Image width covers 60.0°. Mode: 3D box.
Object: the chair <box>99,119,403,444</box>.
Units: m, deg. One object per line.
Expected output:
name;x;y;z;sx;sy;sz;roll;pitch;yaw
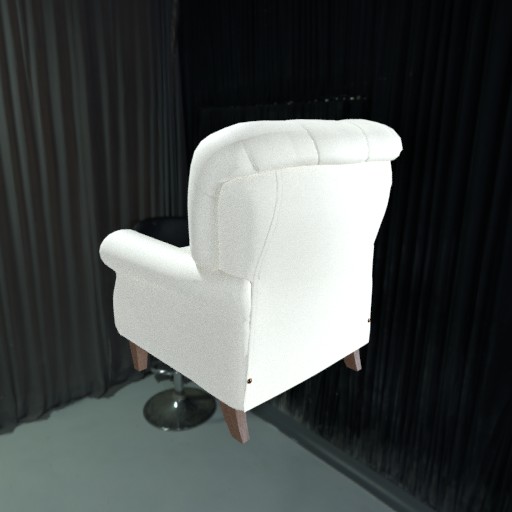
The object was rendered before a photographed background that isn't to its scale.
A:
chair;0.000;0.000;2.005;1.035;1.169;1.132;-14;21;-42
